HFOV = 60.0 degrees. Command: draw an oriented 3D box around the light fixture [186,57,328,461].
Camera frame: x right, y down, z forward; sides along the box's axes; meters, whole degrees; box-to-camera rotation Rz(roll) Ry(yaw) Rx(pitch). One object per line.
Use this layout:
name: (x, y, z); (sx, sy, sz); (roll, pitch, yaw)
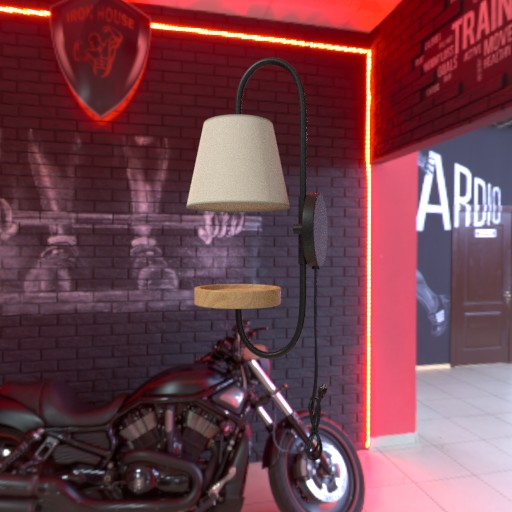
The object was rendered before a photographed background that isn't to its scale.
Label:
light fixture: (0.000, 0.000, 0.934); (0.299, 0.821, 0.220); (0, 1, 19)
